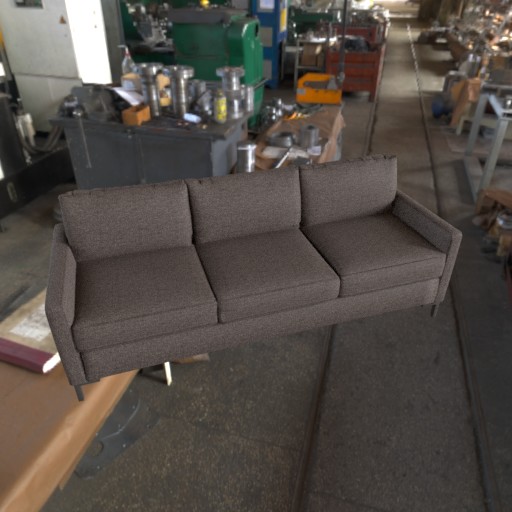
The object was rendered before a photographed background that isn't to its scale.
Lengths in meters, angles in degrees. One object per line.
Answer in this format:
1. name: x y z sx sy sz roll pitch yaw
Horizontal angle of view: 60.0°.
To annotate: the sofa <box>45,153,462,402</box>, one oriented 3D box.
1. sofa: 0.000 0.000 2.655 2.253 0.882 0.876 -10 34 -15
